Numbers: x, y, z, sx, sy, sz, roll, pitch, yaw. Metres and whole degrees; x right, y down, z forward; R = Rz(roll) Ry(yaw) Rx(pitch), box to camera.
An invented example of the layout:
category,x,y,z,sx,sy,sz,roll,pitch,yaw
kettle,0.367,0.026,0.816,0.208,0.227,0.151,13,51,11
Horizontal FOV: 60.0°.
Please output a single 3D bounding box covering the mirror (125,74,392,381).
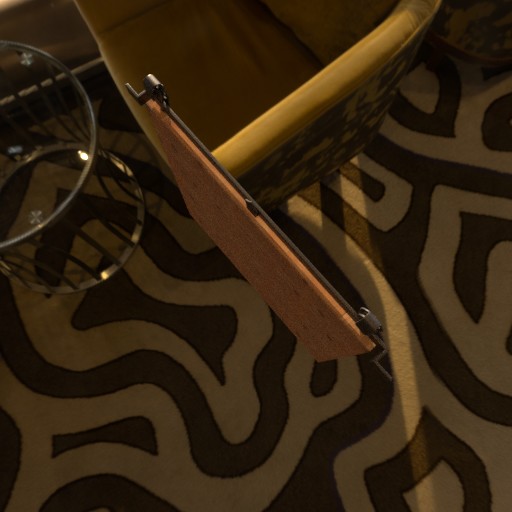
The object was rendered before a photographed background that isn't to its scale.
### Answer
category,x,y,z,sx,sy,sz,roll,pitch,yaw
mirror,0.000,0.000,1.205,0.054,0.800,0.805,-39,78,-10
